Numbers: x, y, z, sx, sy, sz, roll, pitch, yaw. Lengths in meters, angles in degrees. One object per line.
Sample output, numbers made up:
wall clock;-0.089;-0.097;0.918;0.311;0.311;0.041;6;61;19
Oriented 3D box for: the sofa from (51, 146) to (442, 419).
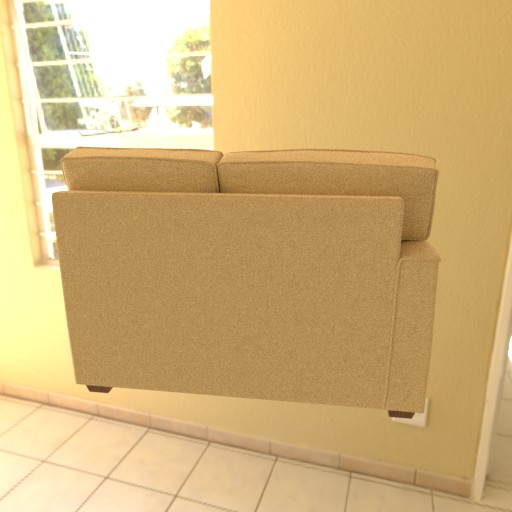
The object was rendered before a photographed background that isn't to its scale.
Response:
sofa;0.000;0.000;2.034;1.388;0.989;0.991;2;15;8
